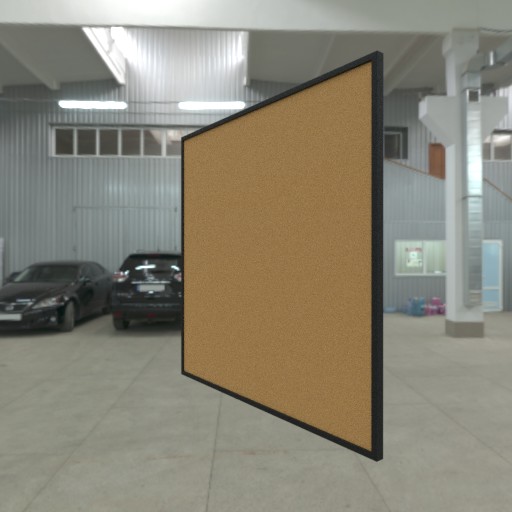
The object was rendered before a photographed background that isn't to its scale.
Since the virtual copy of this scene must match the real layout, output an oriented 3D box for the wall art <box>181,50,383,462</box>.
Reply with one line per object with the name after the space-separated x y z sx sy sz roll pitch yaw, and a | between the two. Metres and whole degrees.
0.000 0.000 0.678 0.013 0.457 0.458 0 0 -38 | wall art
